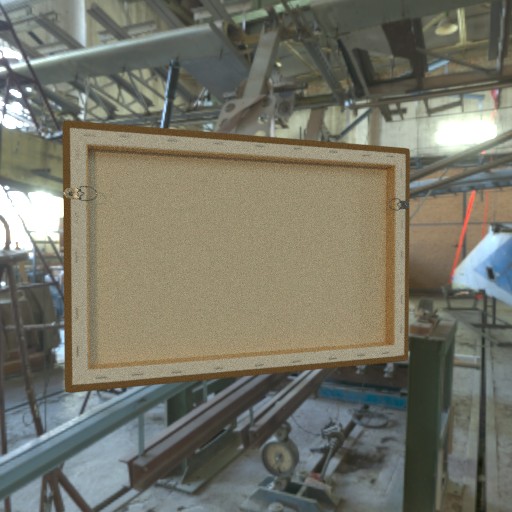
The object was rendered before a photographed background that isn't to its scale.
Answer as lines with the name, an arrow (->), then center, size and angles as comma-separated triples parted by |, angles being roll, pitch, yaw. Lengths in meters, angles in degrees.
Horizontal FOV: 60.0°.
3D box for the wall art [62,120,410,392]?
wall art -> 0.000, 0.000, 0.477 | 0.380, 0.254, 0.019 | 0, 1, -18
